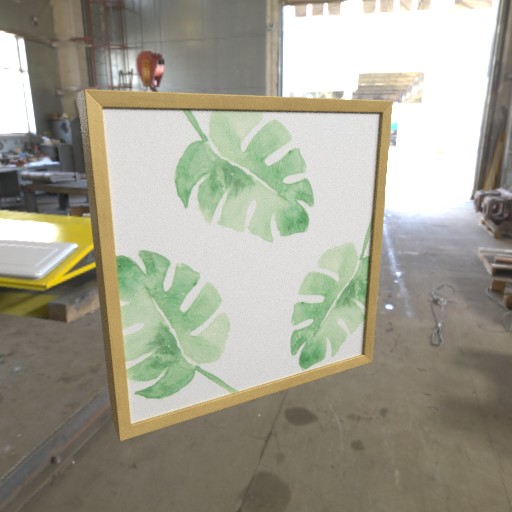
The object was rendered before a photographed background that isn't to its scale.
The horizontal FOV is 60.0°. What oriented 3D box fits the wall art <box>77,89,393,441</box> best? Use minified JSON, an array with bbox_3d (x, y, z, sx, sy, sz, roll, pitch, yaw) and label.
[{"bbox_3d":[0.000,0.000,0.451,0.305,0.305,0.038,-9,18,-27],"label":"wall art"}]
